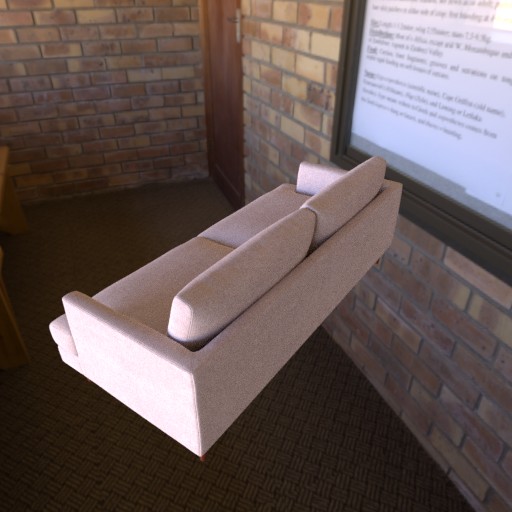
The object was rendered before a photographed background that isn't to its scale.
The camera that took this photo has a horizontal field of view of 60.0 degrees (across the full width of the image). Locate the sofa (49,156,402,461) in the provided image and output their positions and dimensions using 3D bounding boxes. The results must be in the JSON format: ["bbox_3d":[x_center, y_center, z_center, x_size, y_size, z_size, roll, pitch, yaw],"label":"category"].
[{"bbox_3d":[0.000,0.000,2.770,1.020,0.868,2.250,21,37,29],"label":"sofa"}]
